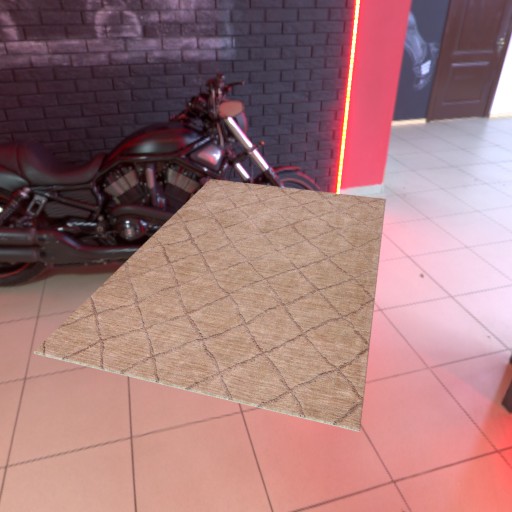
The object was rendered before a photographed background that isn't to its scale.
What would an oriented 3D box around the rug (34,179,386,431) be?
[{"bbox_3d":[0.000,0.000,2.846,1.521,0.015,2.280,9,33,14],"label":"rug"}]
